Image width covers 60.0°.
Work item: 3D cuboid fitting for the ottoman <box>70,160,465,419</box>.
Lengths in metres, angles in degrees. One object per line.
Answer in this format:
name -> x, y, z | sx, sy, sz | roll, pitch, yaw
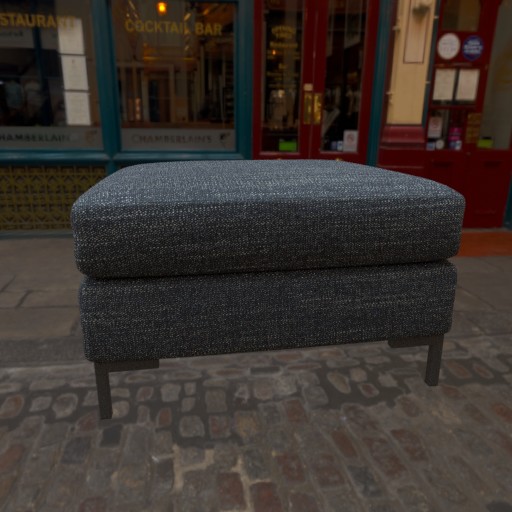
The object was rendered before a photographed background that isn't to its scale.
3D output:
ottoman -> 0.000, 0.000, 1.207 | 0.814, 0.491, 0.667 | -3, 16, -9
